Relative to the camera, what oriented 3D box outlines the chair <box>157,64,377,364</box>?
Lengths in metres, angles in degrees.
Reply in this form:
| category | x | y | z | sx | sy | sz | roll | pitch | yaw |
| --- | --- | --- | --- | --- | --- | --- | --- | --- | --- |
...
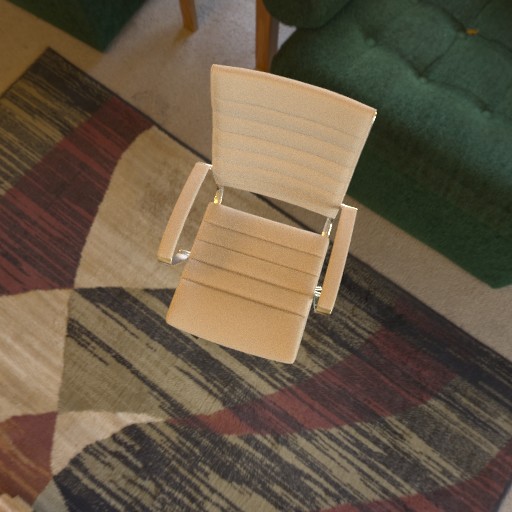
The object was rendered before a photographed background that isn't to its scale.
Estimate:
| category | x | y | z | sx | sy | sz | roll | pitch | yaw |
| --- | --- | --- | --- | --- | --- | --- | --- | --- | --- |
| chair | 0.000 | 0.000 | 1.593 | 0.679 | 1.149 | 0.667 | 17 | 76 | 4 |
